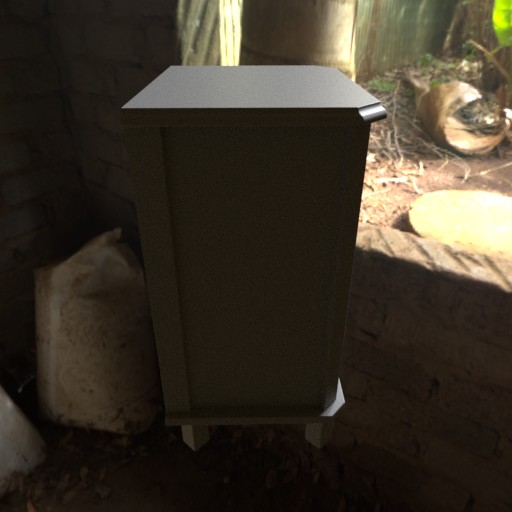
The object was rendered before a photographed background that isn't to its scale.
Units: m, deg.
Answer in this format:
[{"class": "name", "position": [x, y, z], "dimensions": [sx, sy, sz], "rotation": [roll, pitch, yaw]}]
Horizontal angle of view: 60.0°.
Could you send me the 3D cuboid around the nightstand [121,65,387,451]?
[{"class": "nightstand", "position": [0.000, 0.000, 0.919], "dimensions": [0.350, 0.680, 0.450], "rotation": [0, 30, -1]}]
